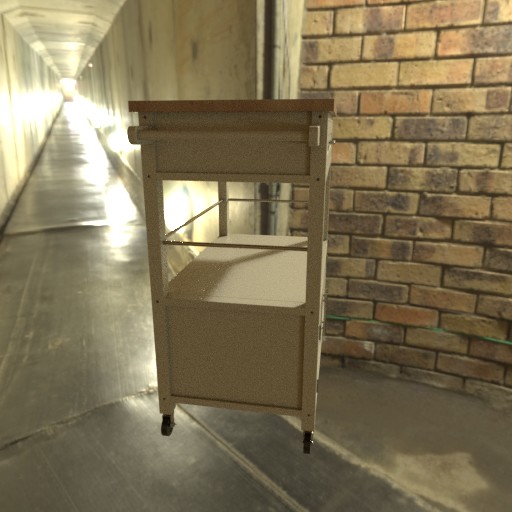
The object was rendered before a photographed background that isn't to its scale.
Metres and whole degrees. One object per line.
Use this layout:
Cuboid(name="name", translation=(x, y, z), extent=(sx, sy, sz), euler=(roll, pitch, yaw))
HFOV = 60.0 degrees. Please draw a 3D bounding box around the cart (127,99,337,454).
Cuboid(name="cart", translation=(0.000, 0.000, 1.405), extent=(0.459, 0.901, 0.840), euler=(3, 17, 10))
